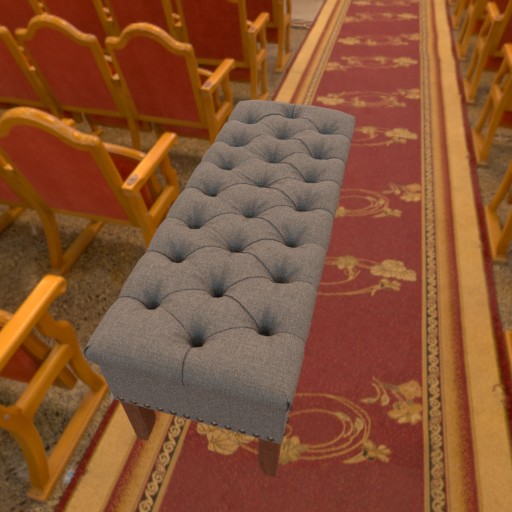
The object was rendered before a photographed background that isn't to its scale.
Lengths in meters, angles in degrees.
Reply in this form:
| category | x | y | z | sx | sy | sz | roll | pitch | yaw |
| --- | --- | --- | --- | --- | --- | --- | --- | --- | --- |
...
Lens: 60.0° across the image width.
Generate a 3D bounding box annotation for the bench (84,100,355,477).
| category | x | y | z | sx | sy | sz | roll | pitch | yaw |
| --- | --- | --- | --- | --- | --- | --- | --- | --- | --- |
| bench | 0.000 | 0.000 | 1.306 | 0.417 | 0.470 | 1.052 | 11 | 47 | 10 |
